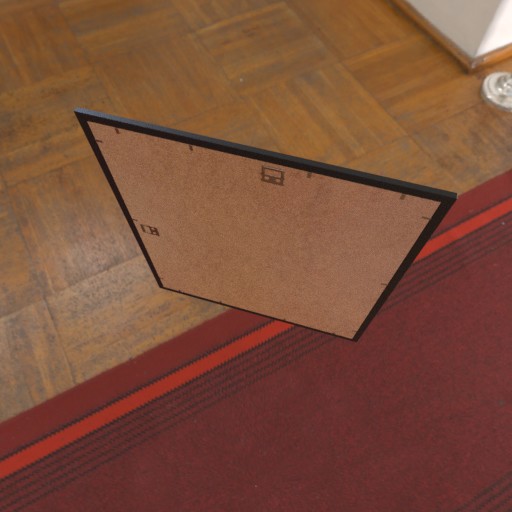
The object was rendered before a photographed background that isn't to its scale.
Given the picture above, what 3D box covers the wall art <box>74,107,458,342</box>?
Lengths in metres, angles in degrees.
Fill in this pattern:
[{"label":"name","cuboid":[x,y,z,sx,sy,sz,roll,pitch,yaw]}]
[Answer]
[{"label":"wall art","cuboid":[0.000,0.000,0.917,0.559,0.660,0.018,15,64,7]}]
